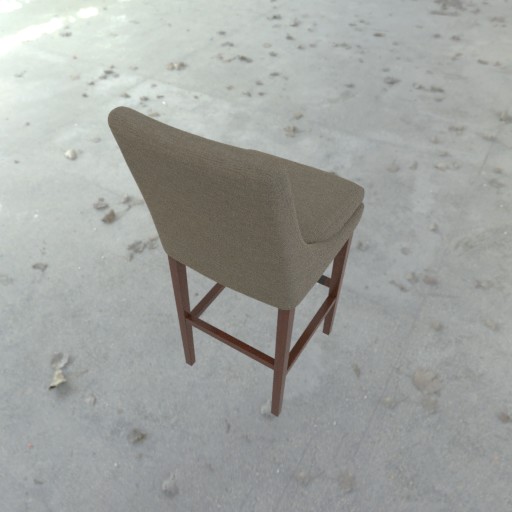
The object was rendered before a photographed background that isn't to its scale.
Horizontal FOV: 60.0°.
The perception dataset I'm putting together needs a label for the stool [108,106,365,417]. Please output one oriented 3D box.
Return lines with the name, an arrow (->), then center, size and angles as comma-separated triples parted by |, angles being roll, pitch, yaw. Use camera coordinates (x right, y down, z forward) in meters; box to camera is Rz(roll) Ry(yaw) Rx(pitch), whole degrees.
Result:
stool -> 0.000, 0.000, 1.379 | 0.470, 1.078, 0.577 | 24, 49, 22
